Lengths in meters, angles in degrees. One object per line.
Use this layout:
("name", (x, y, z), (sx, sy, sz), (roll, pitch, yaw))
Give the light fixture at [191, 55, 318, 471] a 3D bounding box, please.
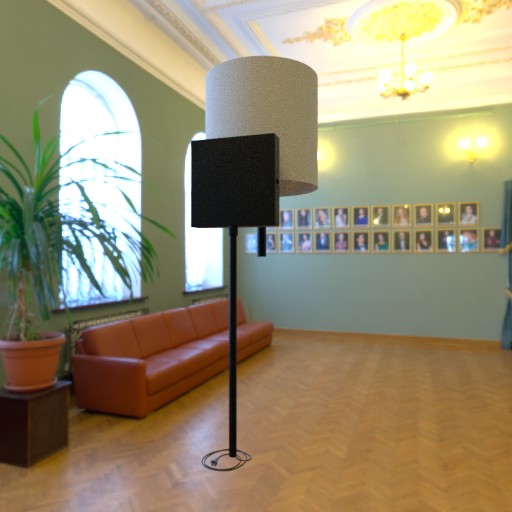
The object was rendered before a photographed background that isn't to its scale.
("light fixture", (0.000, 0.000, 0.715), (0.188, 0.589, 0.248), (0, -1, 18))
